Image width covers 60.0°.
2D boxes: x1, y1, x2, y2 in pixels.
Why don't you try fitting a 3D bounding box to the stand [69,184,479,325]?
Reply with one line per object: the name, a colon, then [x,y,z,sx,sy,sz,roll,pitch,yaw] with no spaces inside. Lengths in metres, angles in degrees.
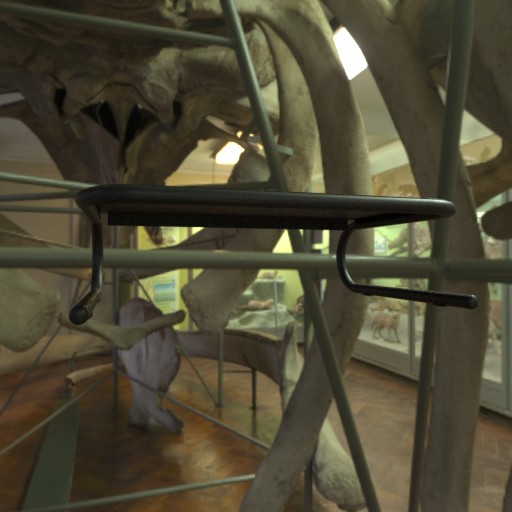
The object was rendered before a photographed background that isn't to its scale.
stand: [0.000,0.000,0.509,0.370,0.108,0.280,0,-1,-17]
